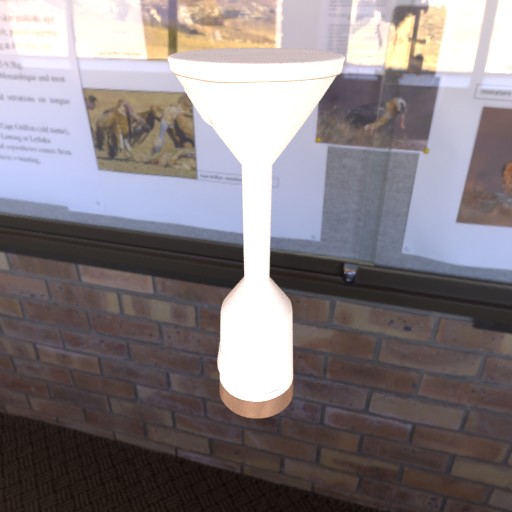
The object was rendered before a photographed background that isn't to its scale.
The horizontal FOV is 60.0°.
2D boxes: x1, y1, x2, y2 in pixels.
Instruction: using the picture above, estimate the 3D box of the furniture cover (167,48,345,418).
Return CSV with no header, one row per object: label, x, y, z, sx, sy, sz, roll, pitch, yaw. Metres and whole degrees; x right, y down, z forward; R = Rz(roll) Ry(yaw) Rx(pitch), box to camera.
furniture cover,0.000,0.000,2.900,0.914,2.413,0.914,-8,30,-14
